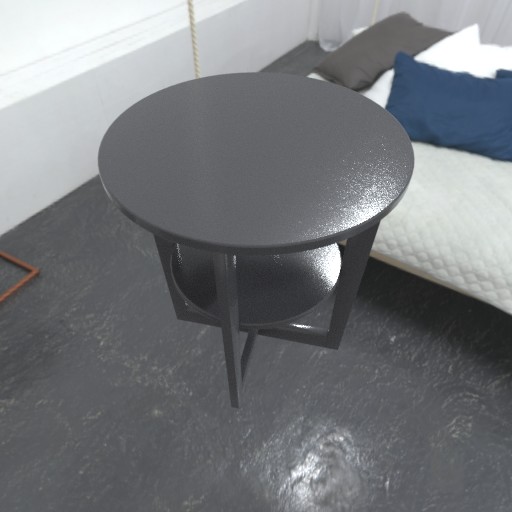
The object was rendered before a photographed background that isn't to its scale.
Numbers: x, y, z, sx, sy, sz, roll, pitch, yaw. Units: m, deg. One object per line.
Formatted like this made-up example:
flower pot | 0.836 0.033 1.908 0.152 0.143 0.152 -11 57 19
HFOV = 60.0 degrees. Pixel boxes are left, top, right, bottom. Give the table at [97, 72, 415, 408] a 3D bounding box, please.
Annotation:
table | 0.000 0.000 0.916 0.500 0.550 0.500 0 46 0
